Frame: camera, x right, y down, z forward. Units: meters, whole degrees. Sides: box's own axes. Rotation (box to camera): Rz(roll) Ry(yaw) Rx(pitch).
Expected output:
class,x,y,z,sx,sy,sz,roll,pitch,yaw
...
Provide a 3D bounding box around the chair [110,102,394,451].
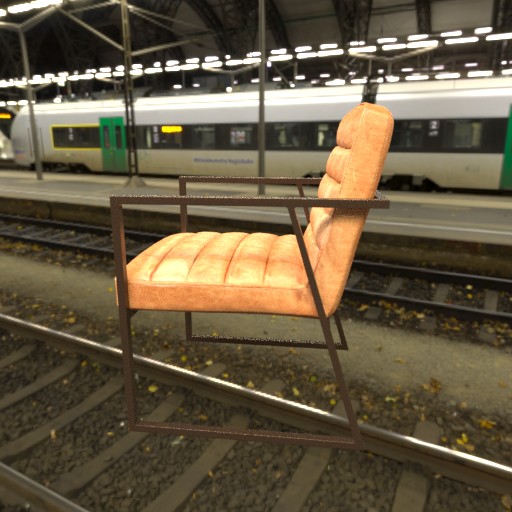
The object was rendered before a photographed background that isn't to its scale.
class,x,y,z,sx,sy,sz,roll,pitch,yaw
chair,0.000,0.000,1.306,0.677,0.832,0.571,2,15,7
